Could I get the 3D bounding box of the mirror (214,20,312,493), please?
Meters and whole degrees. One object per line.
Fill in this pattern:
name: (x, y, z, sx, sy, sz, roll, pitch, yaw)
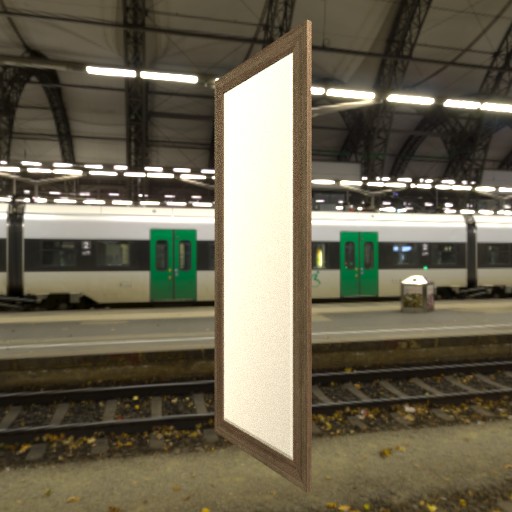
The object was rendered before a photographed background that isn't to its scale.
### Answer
mirror: (0.000, 0.000, 2.245, 0.025, 2.032, 0.812, 0, 0, -34)
